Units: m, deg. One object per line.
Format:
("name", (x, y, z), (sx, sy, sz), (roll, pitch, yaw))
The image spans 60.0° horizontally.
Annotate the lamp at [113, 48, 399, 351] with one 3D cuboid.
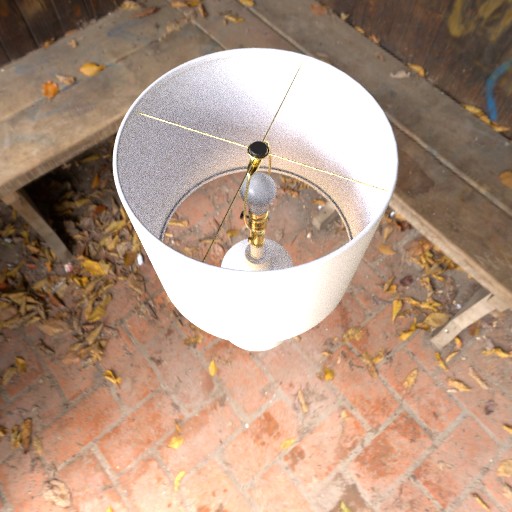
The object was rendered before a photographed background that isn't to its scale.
("lamp", (0.000, 0.000, 0.708), (0.301, 0.533, 0.301), (20, 66, 9))
